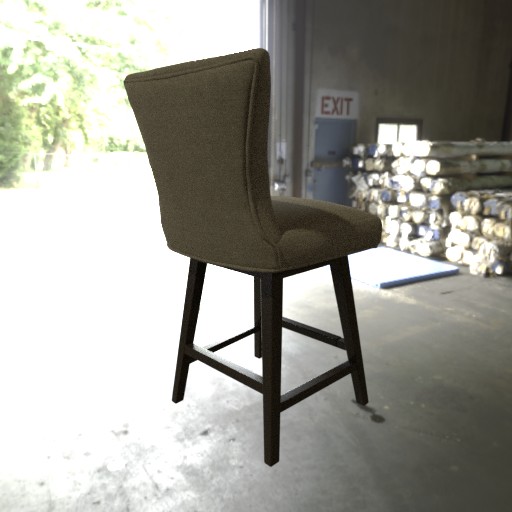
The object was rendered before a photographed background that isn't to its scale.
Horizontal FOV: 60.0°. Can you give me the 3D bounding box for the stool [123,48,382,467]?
[{"bbox_3d":[0.000,0.000,1.299,0.514,1.000,0.574,13,19,43],"label":"stool"}]
